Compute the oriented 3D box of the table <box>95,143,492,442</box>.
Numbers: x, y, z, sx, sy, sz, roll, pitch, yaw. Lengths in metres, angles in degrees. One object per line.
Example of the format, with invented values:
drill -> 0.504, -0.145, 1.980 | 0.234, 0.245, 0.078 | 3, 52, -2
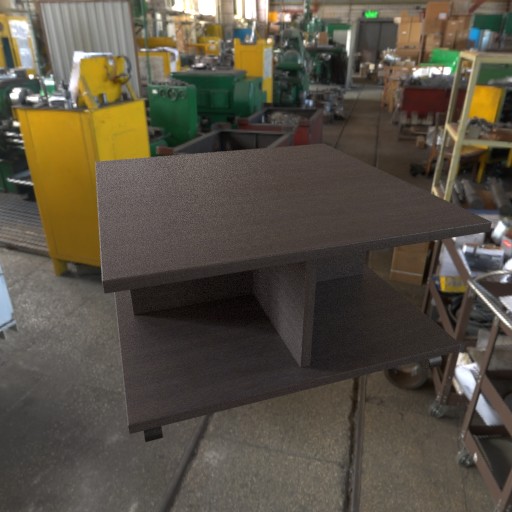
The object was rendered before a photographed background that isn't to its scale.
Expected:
table -> 0.000, 0.000, 1.207 | 0.762, 0.396, 0.762 | -9, 28, -17
